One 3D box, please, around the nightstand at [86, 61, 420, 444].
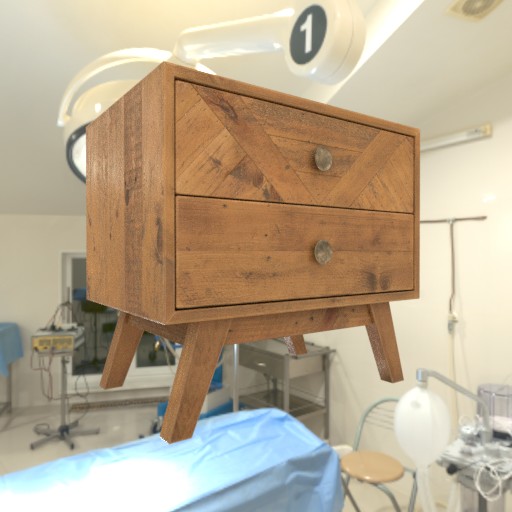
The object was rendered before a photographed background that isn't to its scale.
[{"bbox_3d":[0.000,0.000,1.036,0.650,0.599,0.450,0,1,-35],"label":"nightstand"}]
